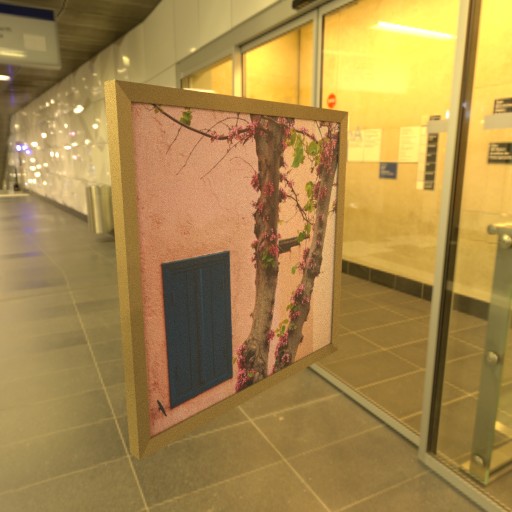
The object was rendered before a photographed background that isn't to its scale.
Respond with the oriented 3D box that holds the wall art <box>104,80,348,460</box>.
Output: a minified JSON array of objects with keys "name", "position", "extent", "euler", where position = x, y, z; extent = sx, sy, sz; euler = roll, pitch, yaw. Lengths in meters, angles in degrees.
[{"name":"wall art","position":[0.000,0.000,1.143],"extent":[0.038,0.762,0.762],"euler":[12,17,42]}]
